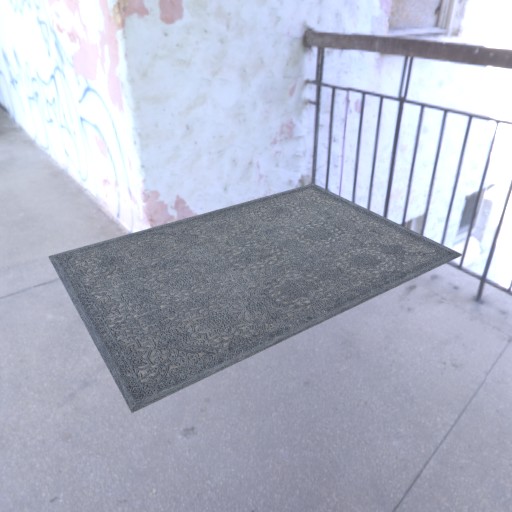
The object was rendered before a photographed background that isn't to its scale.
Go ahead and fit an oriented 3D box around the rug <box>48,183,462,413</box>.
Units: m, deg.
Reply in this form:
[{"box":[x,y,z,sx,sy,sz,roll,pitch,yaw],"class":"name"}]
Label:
[{"box":[0.000,0.000,2.340,1.819,0.012,1.208,-19,36,-29],"class":"rug"}]
